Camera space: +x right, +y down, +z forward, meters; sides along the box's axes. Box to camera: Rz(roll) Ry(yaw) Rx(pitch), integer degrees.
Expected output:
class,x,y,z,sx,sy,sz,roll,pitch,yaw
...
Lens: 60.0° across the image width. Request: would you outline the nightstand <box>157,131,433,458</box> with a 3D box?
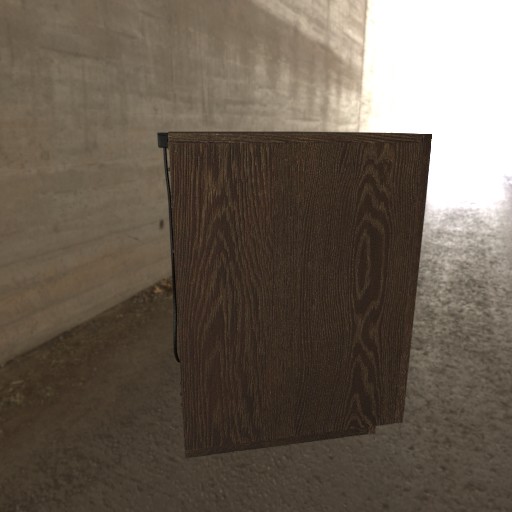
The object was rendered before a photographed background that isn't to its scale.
class,x,y,z,sx,sy,sz,roll,pitch,yaw
nightstand,0.000,0.000,1.135,0.457,0.612,0.775,-3,16,-10
